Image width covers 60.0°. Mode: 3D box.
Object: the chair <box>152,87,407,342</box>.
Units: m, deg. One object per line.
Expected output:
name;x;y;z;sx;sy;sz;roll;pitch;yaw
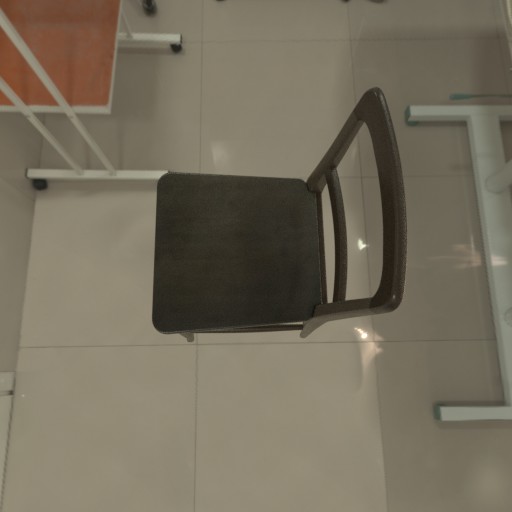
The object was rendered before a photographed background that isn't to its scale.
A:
chair;0.000;0.000;1.281;0.546;0.991;0.450;-1;76;0
